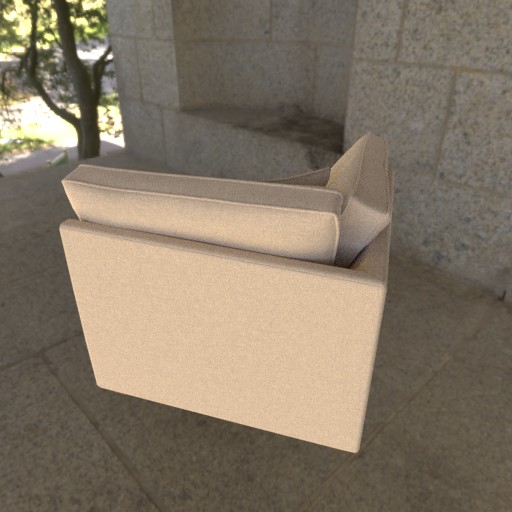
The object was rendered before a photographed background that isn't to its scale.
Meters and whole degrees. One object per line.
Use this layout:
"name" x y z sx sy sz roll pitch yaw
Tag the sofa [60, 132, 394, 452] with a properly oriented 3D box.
"sofa" 0.000 0.000 1.864 1.042 0.937 1.050 9 30 15
